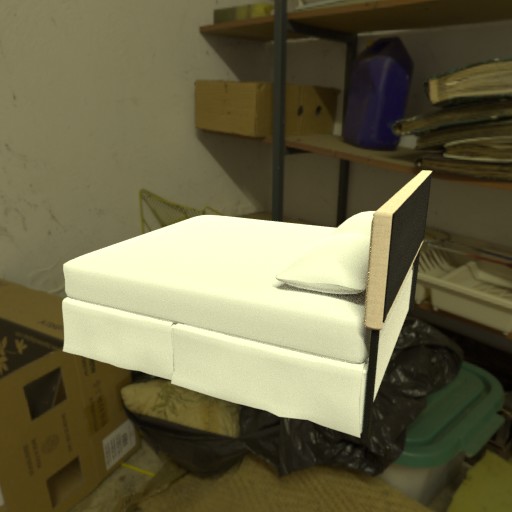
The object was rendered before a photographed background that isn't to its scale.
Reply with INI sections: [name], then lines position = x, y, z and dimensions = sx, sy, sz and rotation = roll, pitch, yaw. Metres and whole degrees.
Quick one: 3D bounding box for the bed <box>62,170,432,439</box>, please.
[bed]
position = 0.000, 0.000, 2.842
dimensions = 1.876, 1.016, 1.616
rotation = 8, 19, 25
